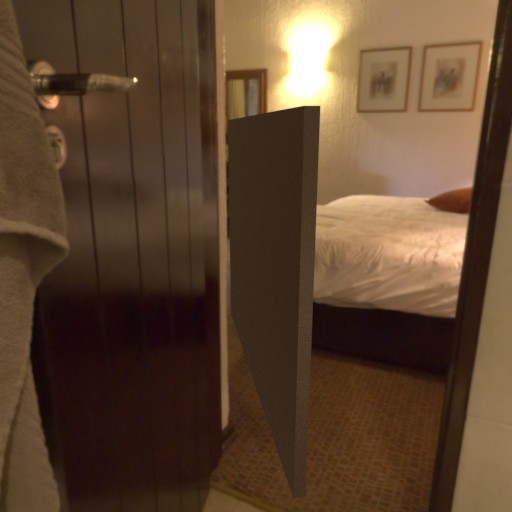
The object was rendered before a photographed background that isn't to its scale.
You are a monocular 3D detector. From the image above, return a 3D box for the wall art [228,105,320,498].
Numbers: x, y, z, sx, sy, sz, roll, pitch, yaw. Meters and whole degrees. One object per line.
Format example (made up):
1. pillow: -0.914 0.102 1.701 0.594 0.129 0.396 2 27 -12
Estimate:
1. wall art: 0.000 0.000 1.578 0.034 0.952 1.207 -3 16 -10
